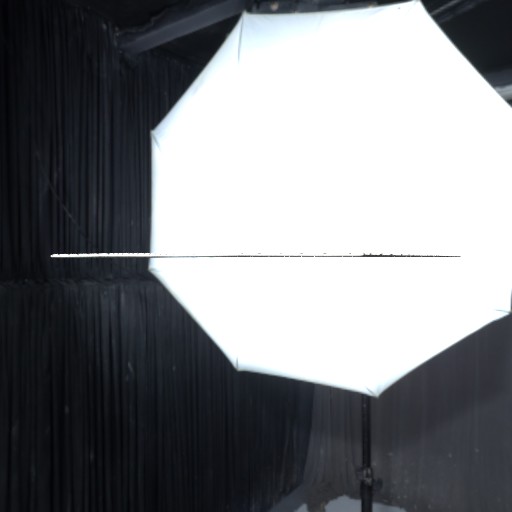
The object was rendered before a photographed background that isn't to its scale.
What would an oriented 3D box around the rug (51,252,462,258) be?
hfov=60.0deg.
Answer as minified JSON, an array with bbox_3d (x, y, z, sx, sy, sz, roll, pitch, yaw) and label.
[{"bbox_3d":[0.000,0.000,3.284,2.449,0.028,1.829,0,0,37],"label":"rug"}]
